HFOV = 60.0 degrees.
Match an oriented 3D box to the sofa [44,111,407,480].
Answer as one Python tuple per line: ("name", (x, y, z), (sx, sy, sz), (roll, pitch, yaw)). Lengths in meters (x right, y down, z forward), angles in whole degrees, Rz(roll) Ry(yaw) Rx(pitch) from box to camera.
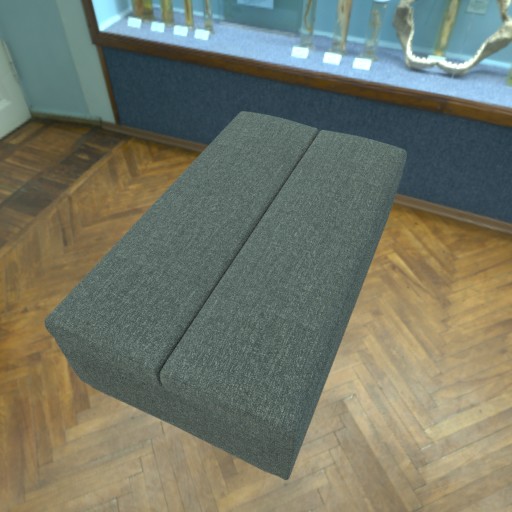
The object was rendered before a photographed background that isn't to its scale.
("sofa", (0.000, 0.000, 1.583), (0.782, 0.417, 1.198), (19, 50, 16))
